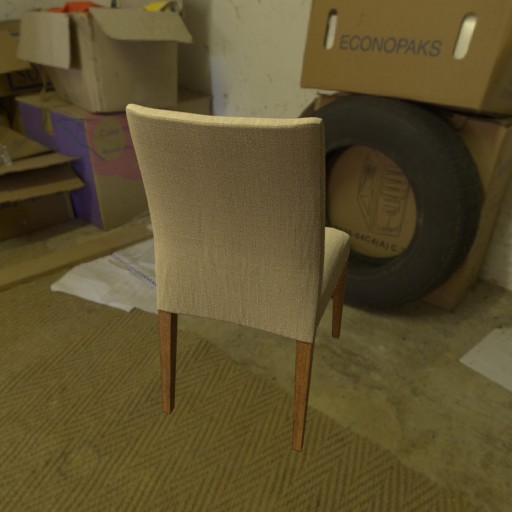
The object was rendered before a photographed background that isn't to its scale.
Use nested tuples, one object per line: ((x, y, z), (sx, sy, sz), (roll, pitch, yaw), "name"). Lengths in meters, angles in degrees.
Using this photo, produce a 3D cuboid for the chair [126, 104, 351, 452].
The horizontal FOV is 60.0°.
((0.000, 0.000, 1.317), (0.496, 0.940, 0.585), (10, 32, 16), "chair")
